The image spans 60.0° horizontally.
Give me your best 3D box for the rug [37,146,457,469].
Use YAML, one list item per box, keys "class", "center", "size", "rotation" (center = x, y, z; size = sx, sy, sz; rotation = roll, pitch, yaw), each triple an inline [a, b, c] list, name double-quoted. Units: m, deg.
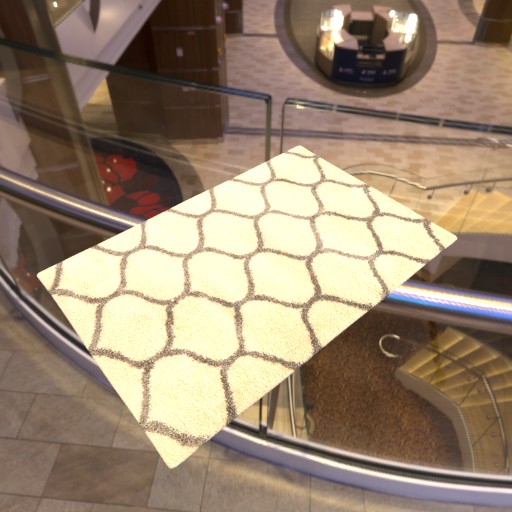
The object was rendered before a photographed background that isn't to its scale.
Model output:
- class: "rug"
  center: [0.000, 0.000, 3.385]
  size: [2.701, 0.026, 1.801]
  rotation: [-31, 53, -27]
